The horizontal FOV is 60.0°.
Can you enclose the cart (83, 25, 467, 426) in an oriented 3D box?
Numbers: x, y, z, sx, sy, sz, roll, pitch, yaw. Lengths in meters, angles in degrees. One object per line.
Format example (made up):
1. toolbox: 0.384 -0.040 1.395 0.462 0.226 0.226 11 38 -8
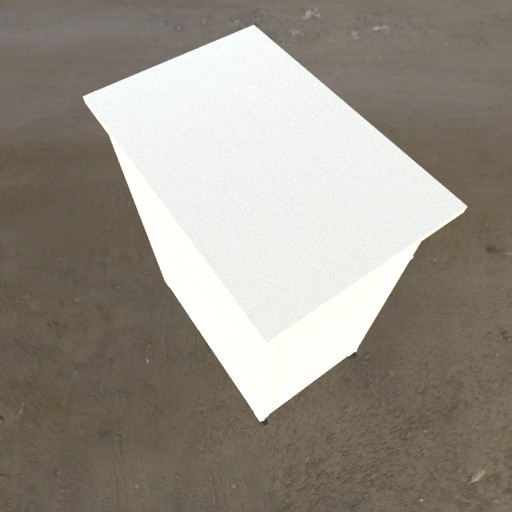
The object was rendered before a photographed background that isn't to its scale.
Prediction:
1. cart: 0.000 0.000 1.240 0.442 0.864 0.683 -31 64 -17
